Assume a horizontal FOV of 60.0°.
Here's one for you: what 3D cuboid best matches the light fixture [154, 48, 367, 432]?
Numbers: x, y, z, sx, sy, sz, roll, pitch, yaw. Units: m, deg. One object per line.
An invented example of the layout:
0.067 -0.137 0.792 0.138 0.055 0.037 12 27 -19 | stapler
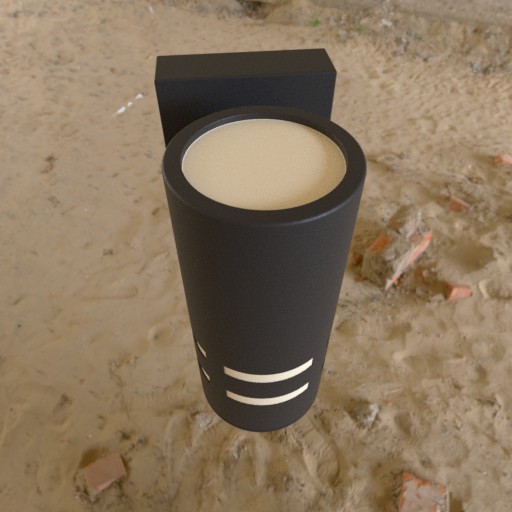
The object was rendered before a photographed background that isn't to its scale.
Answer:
0.000 0.000 0.260 0.098 0.179 0.138 -5 47 -4 | light fixture
